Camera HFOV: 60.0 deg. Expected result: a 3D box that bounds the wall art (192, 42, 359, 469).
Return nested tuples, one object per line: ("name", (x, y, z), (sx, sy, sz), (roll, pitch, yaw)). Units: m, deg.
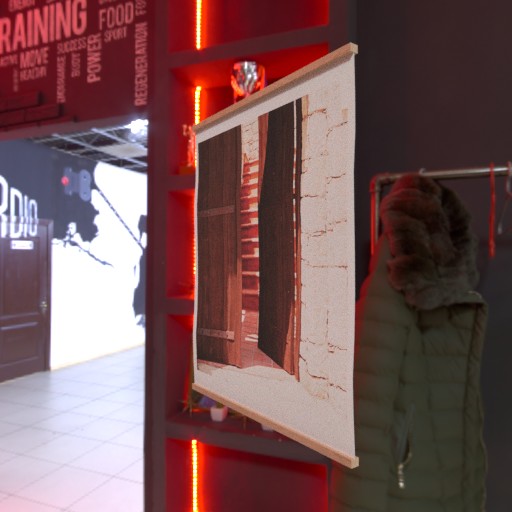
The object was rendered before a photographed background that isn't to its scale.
("wall art", (0.000, 0.000, 0.696), (0.013, 0.508, 0.406), (0, -1, -36))
